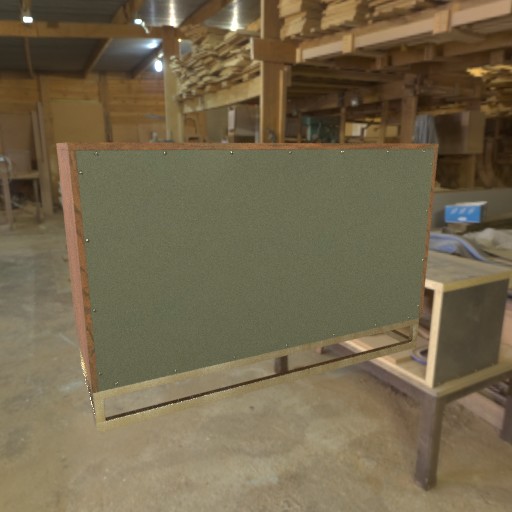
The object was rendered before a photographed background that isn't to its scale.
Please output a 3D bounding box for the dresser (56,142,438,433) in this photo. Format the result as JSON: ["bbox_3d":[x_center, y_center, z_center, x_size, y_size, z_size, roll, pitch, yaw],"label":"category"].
[{"bbox_3d":[0.000,0.000,2.156,1.646,1.061,0.623,-7,16,-26],"label":"dresser"}]
